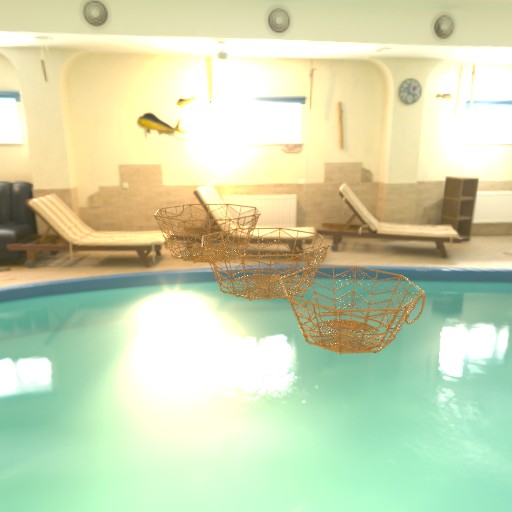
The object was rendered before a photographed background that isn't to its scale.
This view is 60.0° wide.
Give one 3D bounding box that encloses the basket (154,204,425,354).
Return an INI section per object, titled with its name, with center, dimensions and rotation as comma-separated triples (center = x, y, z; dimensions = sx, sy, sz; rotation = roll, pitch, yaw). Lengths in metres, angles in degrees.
[basket]
center = 0.000, 0.000, 1.412
dimensions = 0.432, 0.178, 1.245
rotation = -7, 16, -27
